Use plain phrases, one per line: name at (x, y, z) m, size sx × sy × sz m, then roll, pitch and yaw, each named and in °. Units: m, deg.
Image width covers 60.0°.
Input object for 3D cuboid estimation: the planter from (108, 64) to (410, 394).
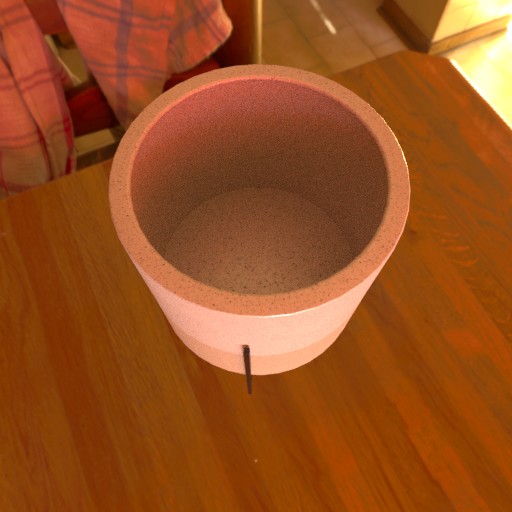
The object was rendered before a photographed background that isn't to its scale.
planter at (0.000, 0.000, 0.743) m, size 0.368 × 0.484 × 0.359 m, roll 32°, pitch 69°, yaw 14°
